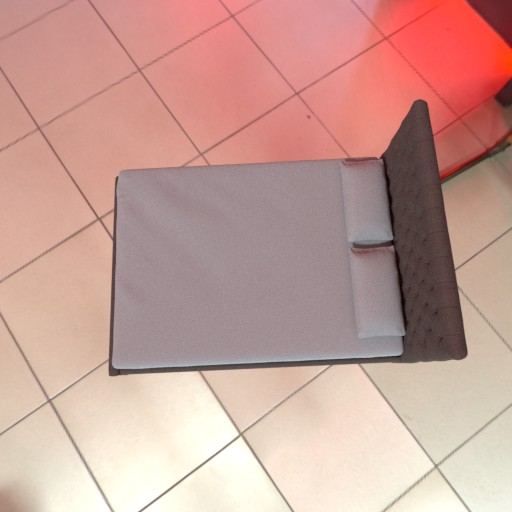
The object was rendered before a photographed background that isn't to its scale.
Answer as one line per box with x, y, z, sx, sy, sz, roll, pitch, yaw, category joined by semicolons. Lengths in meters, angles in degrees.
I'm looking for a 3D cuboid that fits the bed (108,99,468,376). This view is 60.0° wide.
0.000;0.000;3.388;2.387;1.427;1.698;-3;76;-1;bed
